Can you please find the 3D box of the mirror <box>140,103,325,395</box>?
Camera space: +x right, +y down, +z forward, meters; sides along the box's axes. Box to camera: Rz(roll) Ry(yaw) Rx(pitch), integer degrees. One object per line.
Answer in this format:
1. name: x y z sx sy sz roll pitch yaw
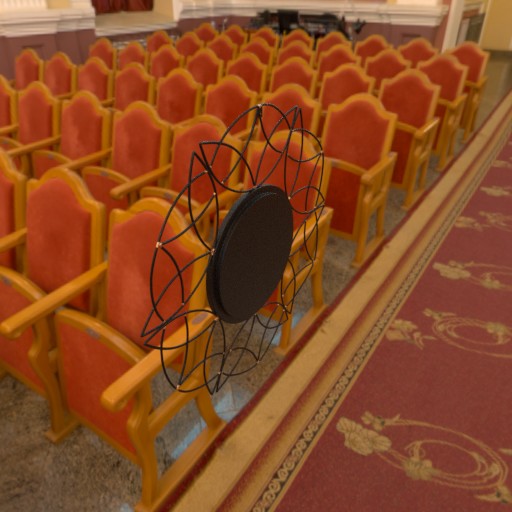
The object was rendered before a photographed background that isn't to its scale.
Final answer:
1. mirror: 0.000 0.000 1.167 0.028 0.775 0.797 20 37 29
